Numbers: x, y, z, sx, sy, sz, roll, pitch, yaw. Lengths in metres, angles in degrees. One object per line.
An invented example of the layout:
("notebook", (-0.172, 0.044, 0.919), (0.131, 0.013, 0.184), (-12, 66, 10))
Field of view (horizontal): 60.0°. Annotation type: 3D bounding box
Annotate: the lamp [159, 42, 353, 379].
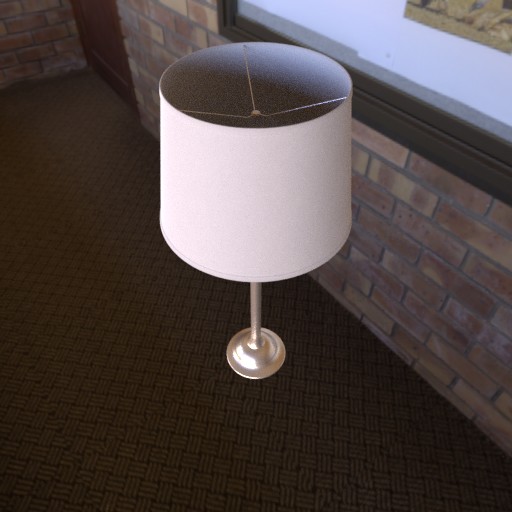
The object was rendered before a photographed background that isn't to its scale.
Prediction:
("lamp", (0.000, 0.000, 0.857), (0.331, 0.698, 0.331), (0, 46, 0))
